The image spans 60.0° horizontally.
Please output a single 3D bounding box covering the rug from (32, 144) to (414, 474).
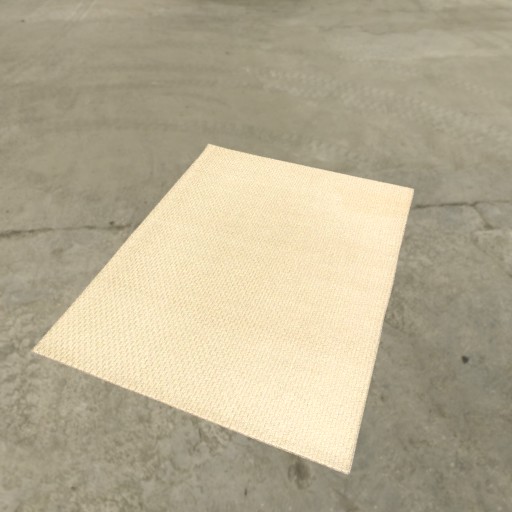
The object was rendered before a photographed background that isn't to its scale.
[{"bbox_3d":[0.000,0.000,3.769,2.277,0.035,2.897,16,48,15],"label":"rug"}]
